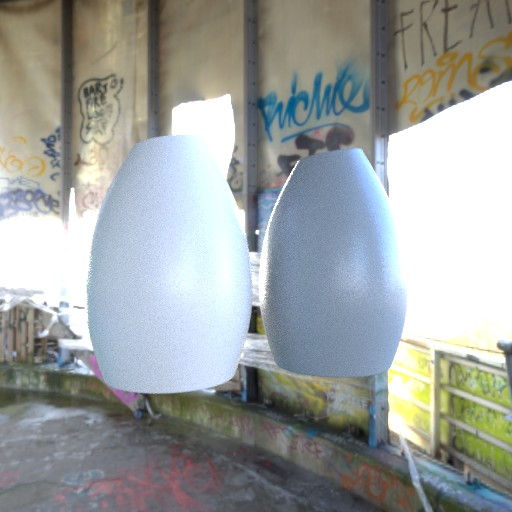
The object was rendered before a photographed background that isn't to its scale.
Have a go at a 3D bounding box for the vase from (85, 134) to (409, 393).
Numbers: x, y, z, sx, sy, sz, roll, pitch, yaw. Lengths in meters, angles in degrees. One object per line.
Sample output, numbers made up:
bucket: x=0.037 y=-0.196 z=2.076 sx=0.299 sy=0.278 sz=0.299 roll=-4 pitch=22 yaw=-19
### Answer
vase: x=0.000 y=0.000 z=0.259 sx=0.187 sy=0.131 sz=0.089 roll=0 pitch=0 yaw=-17
